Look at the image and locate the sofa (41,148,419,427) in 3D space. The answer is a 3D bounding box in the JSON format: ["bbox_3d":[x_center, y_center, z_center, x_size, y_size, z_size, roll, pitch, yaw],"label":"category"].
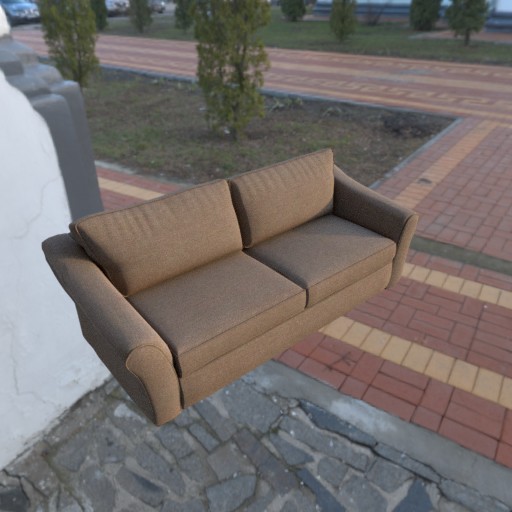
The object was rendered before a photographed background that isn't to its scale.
[{"bbox_3d":[0.000,0.000,2.846,2.270,0.906,0.986,-23,38,-33],"label":"sofa"}]
